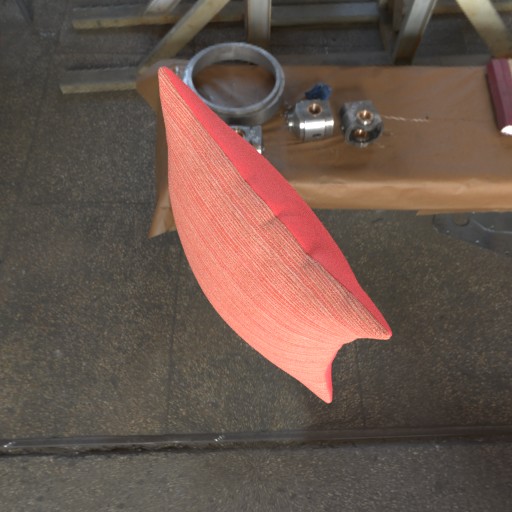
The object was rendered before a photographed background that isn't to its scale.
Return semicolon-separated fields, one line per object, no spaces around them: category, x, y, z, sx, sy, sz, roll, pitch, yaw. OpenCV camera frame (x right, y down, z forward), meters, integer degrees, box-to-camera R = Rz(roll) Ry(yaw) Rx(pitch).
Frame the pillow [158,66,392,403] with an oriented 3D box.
pillow;0.000;0.000;0.825;0.229;0.501;0.559;-32;69;-14
